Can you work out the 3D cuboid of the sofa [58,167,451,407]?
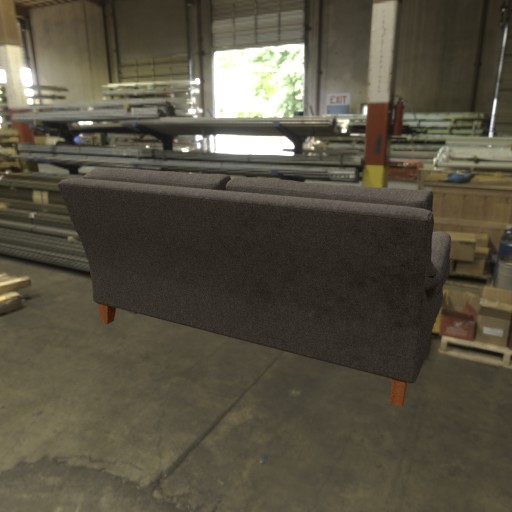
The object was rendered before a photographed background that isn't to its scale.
[{"bbox_3d":[0.000,0.000,2.736,2.160,1.054,1.087,9,19,26],"label":"sofa"}]
